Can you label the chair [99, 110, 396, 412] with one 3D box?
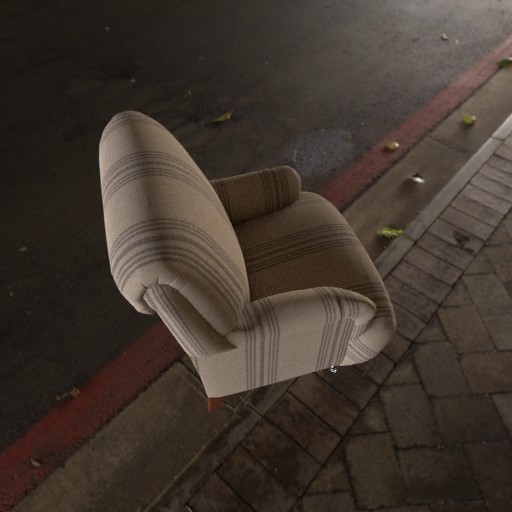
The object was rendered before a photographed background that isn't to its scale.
[{"bbox_3d":[0.000,0.000,1.620,0.914,0.940,0.813,-12,49,-11],"label":"chair"}]
